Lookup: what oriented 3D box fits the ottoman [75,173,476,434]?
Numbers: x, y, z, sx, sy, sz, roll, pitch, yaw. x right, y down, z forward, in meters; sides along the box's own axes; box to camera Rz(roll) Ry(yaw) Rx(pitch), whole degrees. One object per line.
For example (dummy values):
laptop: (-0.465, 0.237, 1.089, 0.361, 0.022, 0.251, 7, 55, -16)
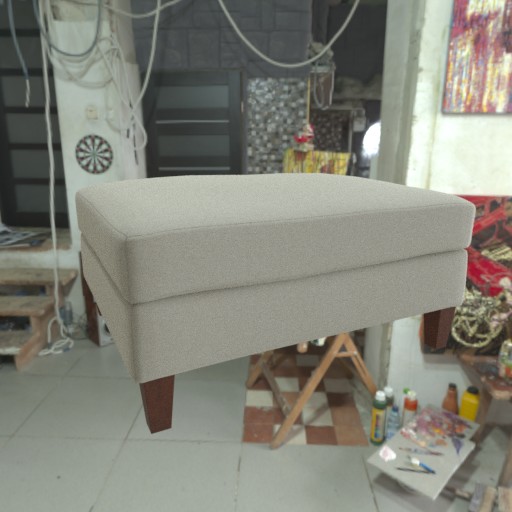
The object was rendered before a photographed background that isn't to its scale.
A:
ottoman: (0.000, 0.000, 1.405, 0.976, 0.492, 0.836, -8, 17, -26)
